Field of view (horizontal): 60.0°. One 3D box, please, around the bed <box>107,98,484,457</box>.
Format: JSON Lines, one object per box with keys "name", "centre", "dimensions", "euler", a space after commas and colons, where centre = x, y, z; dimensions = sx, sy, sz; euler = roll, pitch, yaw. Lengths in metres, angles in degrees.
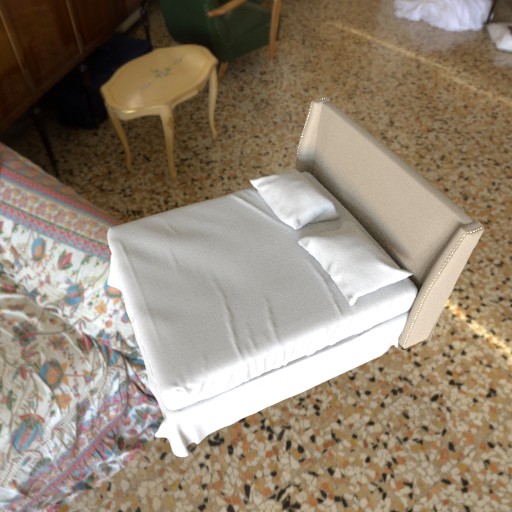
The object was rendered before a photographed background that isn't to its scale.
{"name": "bed", "centre": [0.000, 0.000, 3.468], "dimensions": [2.276, 1.332, 1.925], "euler": [-19, 49, -17]}
